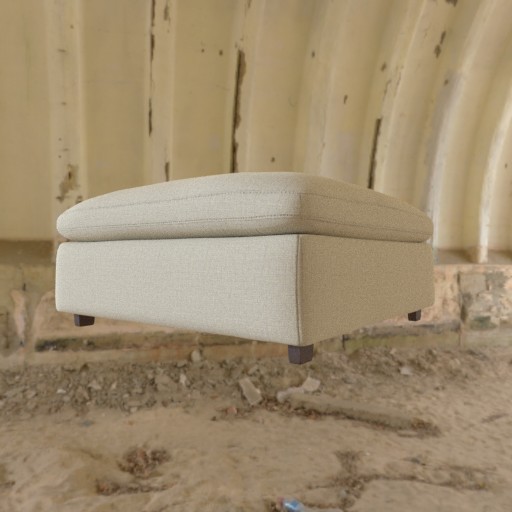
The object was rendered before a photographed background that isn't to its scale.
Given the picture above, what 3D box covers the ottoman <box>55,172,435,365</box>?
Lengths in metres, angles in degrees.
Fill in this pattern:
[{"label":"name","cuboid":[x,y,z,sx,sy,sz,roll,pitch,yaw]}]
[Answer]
[{"label":"ottoman","cuboid":[0.000,0.000,1.545,0.977,0.467,0.996,0,0,37]}]
